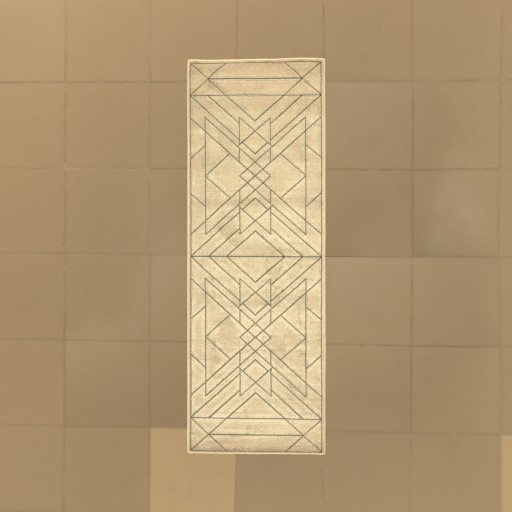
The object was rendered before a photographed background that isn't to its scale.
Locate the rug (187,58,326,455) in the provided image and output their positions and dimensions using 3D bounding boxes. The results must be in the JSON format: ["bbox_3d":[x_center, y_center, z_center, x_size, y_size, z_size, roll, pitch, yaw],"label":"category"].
[{"bbox_3d":[0.000,0.000,2.667,0.831,0.036,2.381,0,90,2],"label":"rug"}]
